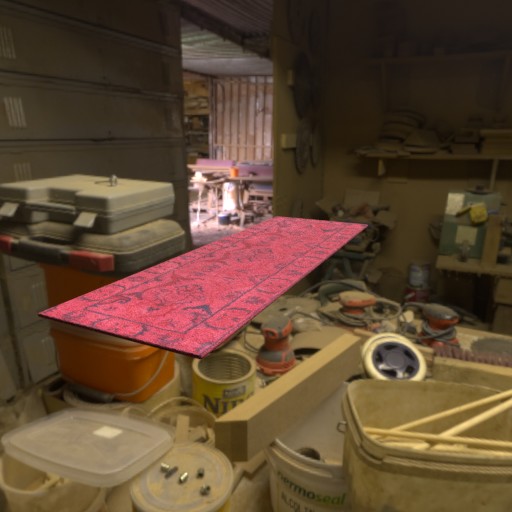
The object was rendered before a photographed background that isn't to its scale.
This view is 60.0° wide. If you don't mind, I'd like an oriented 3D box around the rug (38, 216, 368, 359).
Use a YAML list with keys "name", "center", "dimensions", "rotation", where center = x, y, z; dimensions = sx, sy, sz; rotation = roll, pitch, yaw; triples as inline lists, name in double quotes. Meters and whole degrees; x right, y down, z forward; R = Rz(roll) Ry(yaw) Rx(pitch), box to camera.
- name: "rug"
  center: [0.000, 0.000, 2.715]
  dimensions: [0.813, 0.018, 2.439]
  rotation: [8, 17, 26]
